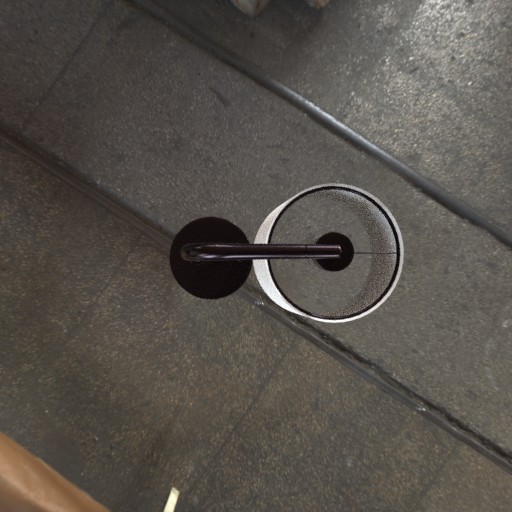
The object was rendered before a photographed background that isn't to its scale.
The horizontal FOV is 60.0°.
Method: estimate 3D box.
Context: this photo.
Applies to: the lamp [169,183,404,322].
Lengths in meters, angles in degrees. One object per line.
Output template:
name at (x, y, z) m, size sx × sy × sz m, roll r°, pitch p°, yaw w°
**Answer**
lamp at (0.000, 0.000, 0.657) m, size 0.333 × 0.489 × 0.171 m, roll 0°, pitch 89°, yaw -1°
